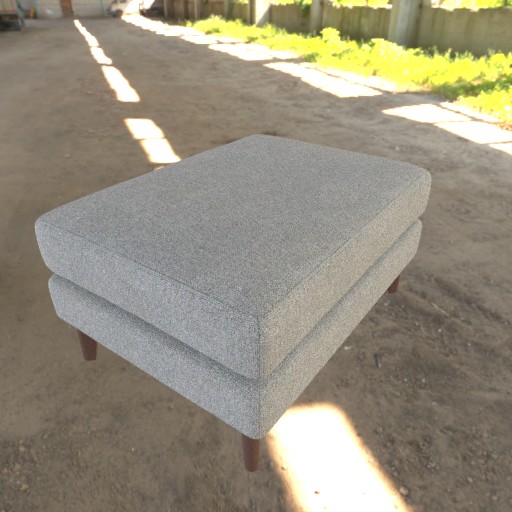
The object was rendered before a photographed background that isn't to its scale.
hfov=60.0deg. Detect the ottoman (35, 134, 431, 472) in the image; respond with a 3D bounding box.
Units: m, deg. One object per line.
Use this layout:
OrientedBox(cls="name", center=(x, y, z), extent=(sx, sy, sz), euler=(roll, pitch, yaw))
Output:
OrientedBox(cls="ottoman", center=(0.000, 0.000, 1.155), extent=(0.611, 0.441, 0.821), euler=(20, 36, 30))
